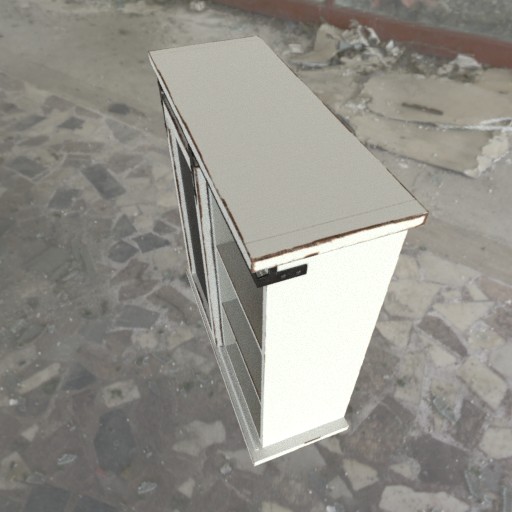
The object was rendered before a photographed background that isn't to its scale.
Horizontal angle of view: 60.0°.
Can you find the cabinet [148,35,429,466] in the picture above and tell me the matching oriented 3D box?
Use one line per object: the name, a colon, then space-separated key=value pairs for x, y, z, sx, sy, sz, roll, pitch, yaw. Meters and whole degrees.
cabinet: x=0.000 y=0.000 z=0.859 sx=0.210 sy=0.603 sz=0.541 roll=-15 pitch=49 yaw=-14
